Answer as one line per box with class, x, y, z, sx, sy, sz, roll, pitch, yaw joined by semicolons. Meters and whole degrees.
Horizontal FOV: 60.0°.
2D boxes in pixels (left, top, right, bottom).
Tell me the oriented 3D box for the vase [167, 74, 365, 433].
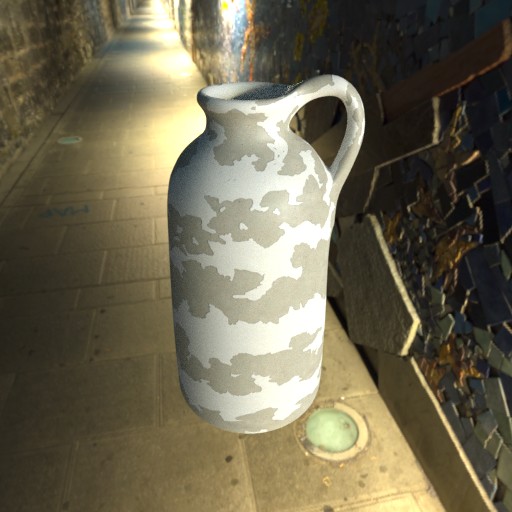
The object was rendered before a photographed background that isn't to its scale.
vase;0.000;0.000;0.495;0.203;0.382;0.186;2;32;4
